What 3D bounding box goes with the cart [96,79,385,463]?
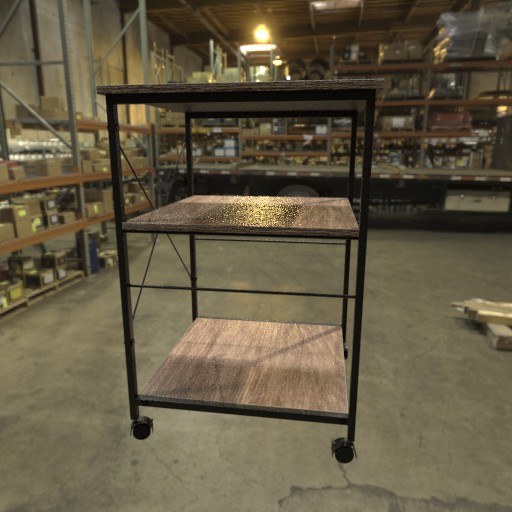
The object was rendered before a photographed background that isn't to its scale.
[{"bbox_3d":[0.000,0.000,1.125,0.520,0.762,0.521,2,14,9],"label":"cart"}]
